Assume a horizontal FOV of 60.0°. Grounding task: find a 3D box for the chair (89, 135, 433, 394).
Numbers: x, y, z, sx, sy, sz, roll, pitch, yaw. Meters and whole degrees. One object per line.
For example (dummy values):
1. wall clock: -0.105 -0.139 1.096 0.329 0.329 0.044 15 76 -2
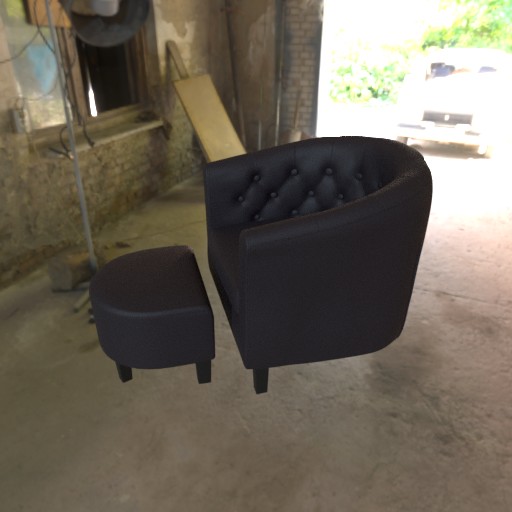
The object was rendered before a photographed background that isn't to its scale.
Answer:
1. chair: 0.000 0.000 1.640 1.191 0.760 0.763 -7 29 -13
